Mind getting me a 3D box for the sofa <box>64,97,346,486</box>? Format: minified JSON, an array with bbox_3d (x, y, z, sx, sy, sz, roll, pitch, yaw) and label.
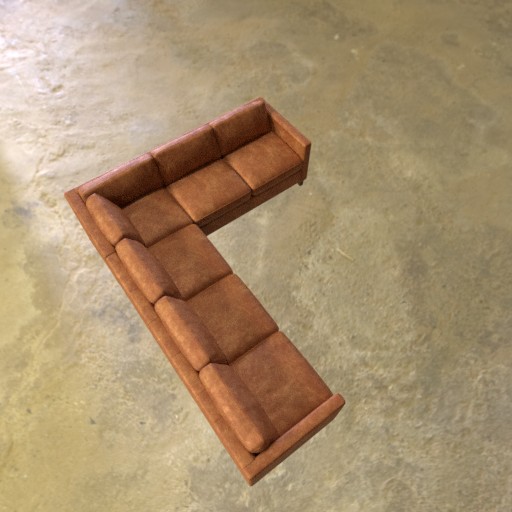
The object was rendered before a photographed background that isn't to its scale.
[{"bbox_3d":[0.000,0.000,4.304,2.438,0.838,3.167,-32,64,-18],"label":"sofa"}]
